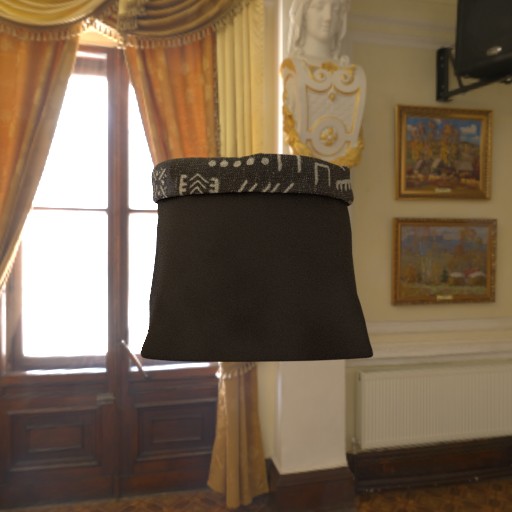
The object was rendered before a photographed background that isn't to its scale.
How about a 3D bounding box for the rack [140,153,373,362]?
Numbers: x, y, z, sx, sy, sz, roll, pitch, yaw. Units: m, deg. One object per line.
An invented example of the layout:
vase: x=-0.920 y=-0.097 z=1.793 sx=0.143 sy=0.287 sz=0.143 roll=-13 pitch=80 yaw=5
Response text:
rack: x=0.000 y=0.000 z=1.098 sx=0.379 sy=0.323 sz=0.905 roll=0 pitch=0 yaw=0
